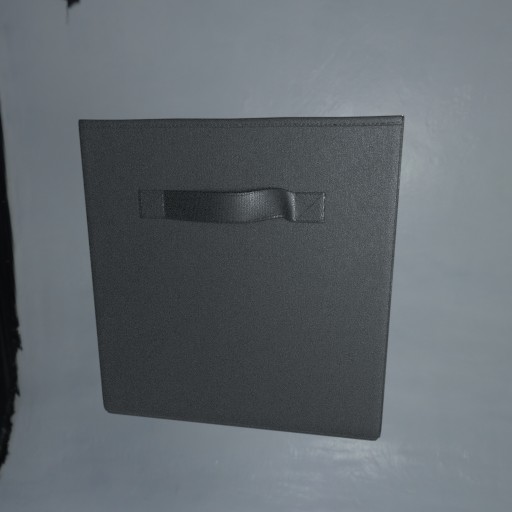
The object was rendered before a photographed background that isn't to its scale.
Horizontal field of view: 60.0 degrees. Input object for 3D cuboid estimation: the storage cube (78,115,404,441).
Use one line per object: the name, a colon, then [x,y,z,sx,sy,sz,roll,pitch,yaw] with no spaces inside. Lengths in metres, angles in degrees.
storage cube: [0.000,0.000,0.495,0.270,0.280,0.270,2,14,9]
